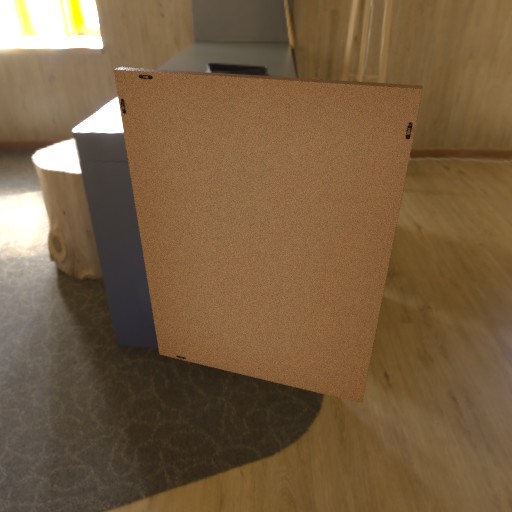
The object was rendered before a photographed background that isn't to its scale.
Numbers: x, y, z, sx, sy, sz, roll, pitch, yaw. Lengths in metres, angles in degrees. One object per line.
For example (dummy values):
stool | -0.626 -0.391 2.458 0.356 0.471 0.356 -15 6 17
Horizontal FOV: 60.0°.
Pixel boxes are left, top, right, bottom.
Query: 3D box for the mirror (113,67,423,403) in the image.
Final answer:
mirror | 0.000 0.000 1.334 0.762 1.016 0.041 10 34 15
